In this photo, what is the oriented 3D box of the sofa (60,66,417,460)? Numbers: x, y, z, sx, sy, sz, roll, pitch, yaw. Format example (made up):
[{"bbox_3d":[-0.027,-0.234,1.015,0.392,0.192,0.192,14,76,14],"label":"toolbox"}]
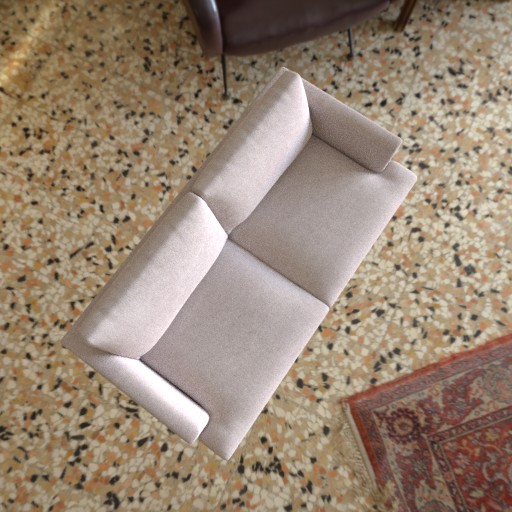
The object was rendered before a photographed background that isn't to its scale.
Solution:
[{"bbox_3d":[0.000,0.000,2.508,1.020,0.868,1.948,35,79,8],"label":"sofa"}]
